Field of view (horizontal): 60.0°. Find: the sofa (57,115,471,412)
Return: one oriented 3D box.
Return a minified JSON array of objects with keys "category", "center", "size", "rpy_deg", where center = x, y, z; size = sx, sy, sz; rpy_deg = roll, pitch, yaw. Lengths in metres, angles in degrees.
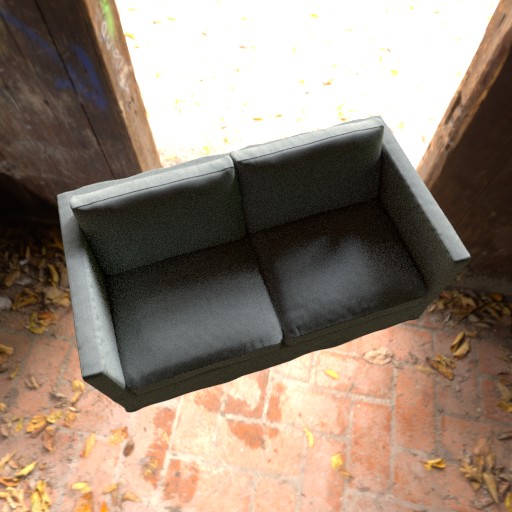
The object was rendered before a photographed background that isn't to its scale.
[{"category":"sofa","center":[0.000,0.000,2.265],"size":[1.727,0.830,0.944],"rpy_deg":[-16,63,-9]}]
